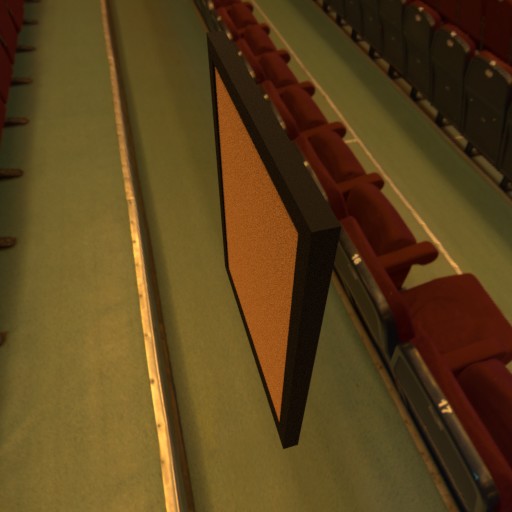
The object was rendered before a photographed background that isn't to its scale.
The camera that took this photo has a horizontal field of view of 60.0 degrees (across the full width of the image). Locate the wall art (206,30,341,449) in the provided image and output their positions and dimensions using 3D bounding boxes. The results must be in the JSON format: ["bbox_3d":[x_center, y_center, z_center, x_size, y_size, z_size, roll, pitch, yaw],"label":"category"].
[{"bbox_3d":[0.000,0.000,0.752,0.029,0.559,0.457,-12,49,-11],"label":"wall art"}]
